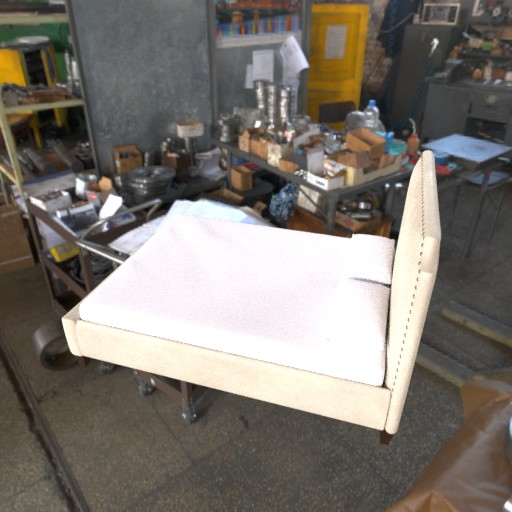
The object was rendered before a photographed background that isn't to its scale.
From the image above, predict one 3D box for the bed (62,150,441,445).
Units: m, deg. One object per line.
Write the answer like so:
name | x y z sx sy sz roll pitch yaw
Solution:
bed | 0.000 0.000 3.376 2.372 1.443 1.712 9 32 15
